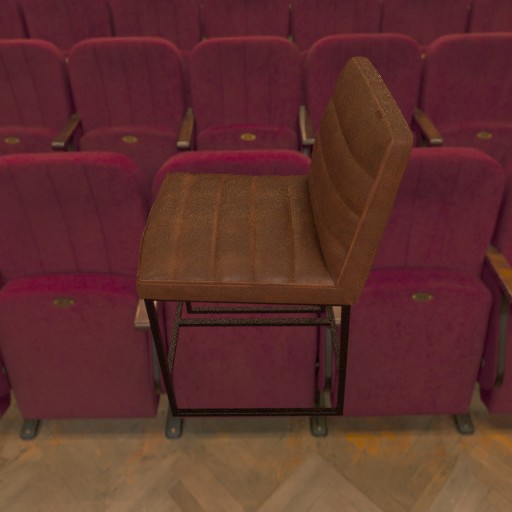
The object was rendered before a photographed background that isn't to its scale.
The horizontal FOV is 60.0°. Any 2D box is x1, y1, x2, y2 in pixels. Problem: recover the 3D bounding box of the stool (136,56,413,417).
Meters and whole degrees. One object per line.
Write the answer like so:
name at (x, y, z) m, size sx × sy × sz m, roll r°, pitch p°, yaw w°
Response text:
stool at (0.000, 0.000, 1.225) m, size 0.562 × 0.942 × 0.463 m, roll 0°, pitch 42°, yaw 0°
